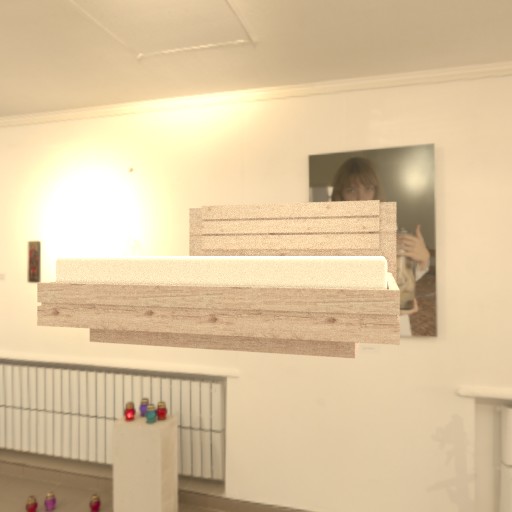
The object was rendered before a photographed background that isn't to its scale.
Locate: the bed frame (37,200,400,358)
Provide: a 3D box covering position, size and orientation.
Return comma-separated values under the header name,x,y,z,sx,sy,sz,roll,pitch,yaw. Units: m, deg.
name,x,y,z,sx,sy,sz,roll,pitch,yaw
bed frame,0.000,0.000,3.135,1.950,0.970,2.080,0,0,16
